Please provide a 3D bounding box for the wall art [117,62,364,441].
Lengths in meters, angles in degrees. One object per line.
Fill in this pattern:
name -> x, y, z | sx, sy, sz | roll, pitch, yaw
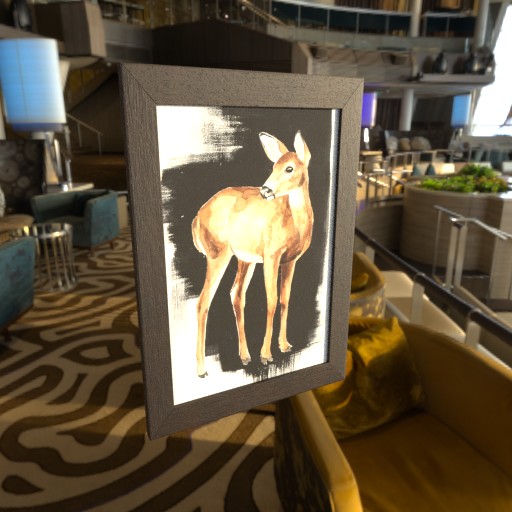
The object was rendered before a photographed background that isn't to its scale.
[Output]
wall art -> 0.000, 0.000, 0.665 | 0.359, 0.513, 0.017 | -8, 18, -26
